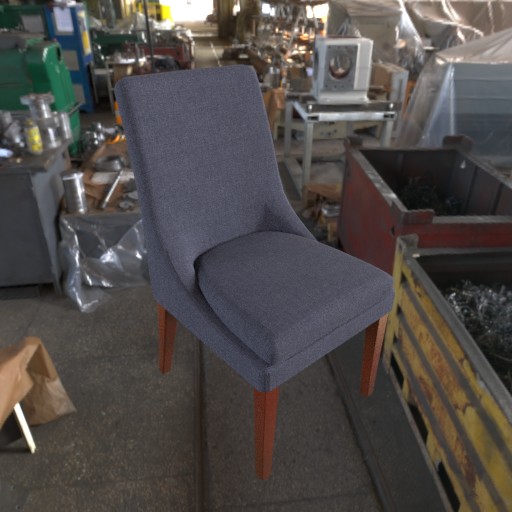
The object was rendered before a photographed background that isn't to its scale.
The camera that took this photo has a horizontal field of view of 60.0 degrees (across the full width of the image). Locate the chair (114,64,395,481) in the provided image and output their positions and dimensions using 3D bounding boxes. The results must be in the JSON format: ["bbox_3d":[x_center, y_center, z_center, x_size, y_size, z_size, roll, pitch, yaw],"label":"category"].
[{"bbox_3d":[0.000,0.000,1.297,0.508,0.952,0.655,-23,37,-34],"label":"chair"}]
